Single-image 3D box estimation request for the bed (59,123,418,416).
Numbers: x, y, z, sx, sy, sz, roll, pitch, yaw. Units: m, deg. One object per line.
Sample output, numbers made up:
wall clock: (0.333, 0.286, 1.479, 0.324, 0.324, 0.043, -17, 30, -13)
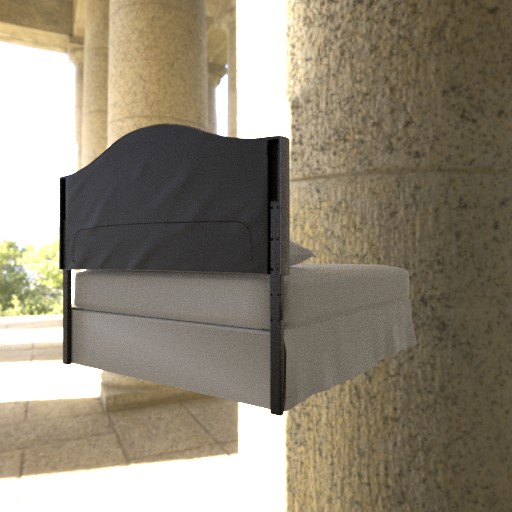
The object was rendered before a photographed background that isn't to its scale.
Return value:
bed: (0.000, 0.000, 2.963, 1.610, 1.295, 1.870, 0, 0, 35)
